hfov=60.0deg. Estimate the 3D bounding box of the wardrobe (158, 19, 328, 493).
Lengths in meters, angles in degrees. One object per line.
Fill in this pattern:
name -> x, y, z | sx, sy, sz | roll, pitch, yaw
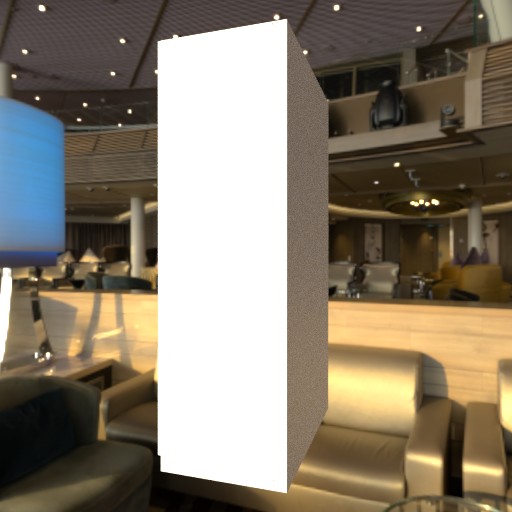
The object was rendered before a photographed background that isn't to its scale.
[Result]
wardrobe -> 0.000, 0.000, 2.251 | 0.577, 1.808, 0.991 | 0, 0, 18
